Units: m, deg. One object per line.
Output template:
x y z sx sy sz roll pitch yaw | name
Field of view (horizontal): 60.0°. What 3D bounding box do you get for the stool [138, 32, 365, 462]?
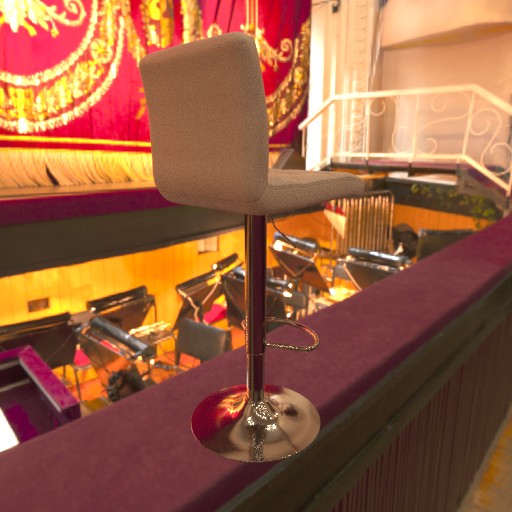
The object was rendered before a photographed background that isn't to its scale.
0.000 0.000 1.334 0.505 1.115 0.430 -14 19 -43 | stool
